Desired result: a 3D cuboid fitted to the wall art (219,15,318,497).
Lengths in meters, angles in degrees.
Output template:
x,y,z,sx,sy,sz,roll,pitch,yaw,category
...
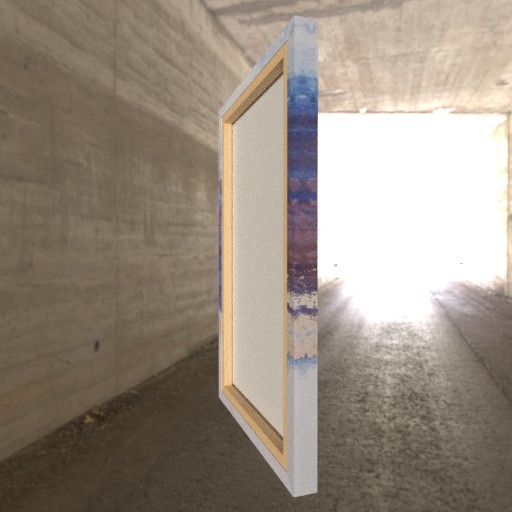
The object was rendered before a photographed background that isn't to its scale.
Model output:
x,y,z,sx,sy,sz,roll,pitch,yaw,category
0.000,0.000,1.088,0.048,0.874,0.583,0,1,-18,wall art
